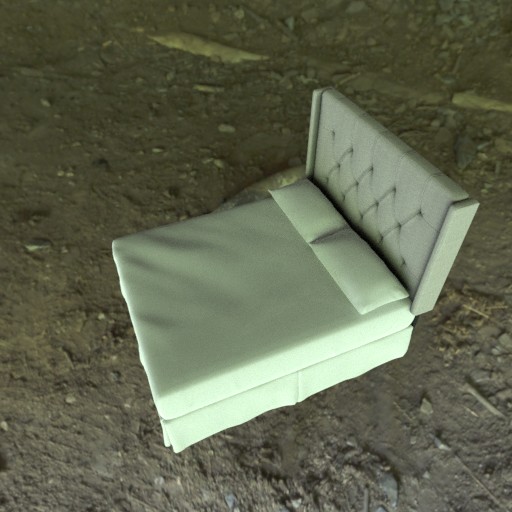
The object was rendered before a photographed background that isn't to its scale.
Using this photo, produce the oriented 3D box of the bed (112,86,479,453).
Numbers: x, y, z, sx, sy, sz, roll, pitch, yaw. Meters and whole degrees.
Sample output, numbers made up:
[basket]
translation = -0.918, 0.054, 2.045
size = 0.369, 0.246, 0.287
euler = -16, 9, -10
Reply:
[bed]
translation = 0.000, 0.000, 3.378
size = 2.066, 1.665, 1.719
euler = -17, 47, -16
